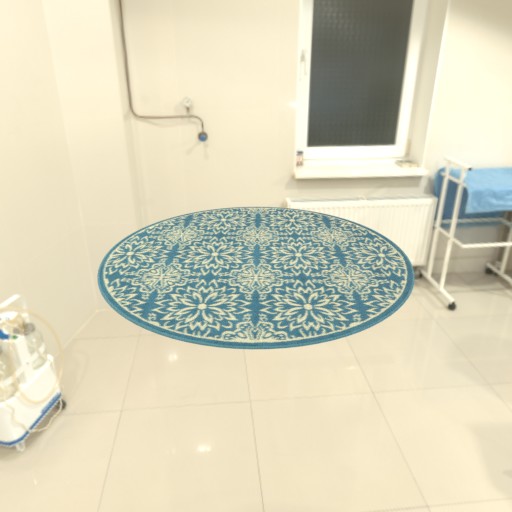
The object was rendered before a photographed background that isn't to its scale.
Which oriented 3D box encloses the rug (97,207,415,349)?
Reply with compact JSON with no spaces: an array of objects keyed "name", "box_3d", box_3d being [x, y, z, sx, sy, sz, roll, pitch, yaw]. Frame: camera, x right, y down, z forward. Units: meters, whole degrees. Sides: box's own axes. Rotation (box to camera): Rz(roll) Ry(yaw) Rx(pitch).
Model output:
[{"name":"rug","box_3d":[0.000,0.000,2.338,1.593,0.012,1.593,0,25,0]}]
